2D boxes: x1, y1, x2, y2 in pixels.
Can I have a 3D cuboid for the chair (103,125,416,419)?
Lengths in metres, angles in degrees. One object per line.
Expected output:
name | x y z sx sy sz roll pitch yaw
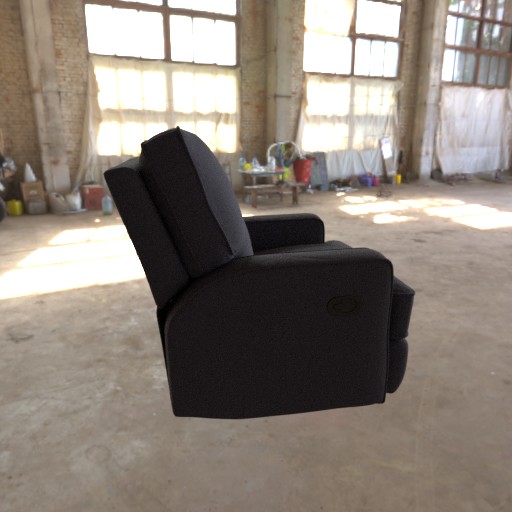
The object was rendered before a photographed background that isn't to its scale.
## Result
chair | 0.000 0.000 1.720 0.964 0.962 0.861 -2 15 -9
